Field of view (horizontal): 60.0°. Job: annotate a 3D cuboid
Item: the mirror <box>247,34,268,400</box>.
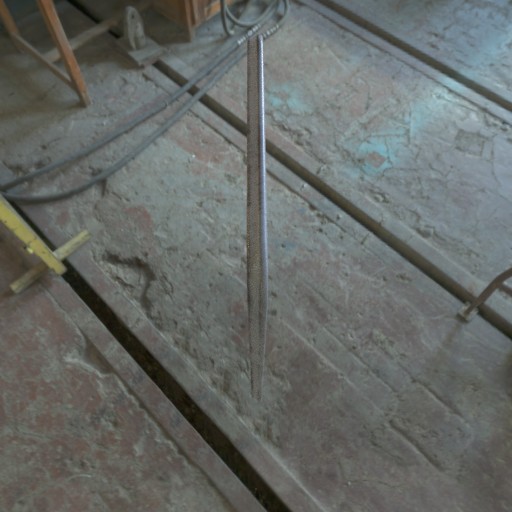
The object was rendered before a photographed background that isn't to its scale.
[{"bbox_3d":[0.000,0.000,0.893,0.024,0.713,0.461,0,62,0],"label":"mirror"}]
